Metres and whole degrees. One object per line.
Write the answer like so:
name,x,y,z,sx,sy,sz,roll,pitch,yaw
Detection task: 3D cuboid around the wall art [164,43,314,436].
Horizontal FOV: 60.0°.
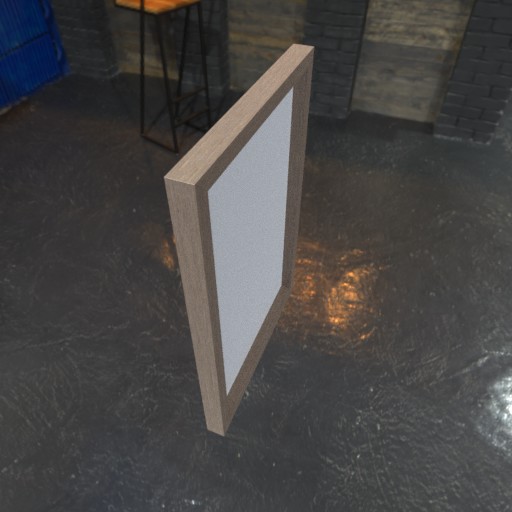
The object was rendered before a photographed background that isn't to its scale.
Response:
wall art,0.000,0.000,0.686,0.032,0.510,0.358,16,47,16
